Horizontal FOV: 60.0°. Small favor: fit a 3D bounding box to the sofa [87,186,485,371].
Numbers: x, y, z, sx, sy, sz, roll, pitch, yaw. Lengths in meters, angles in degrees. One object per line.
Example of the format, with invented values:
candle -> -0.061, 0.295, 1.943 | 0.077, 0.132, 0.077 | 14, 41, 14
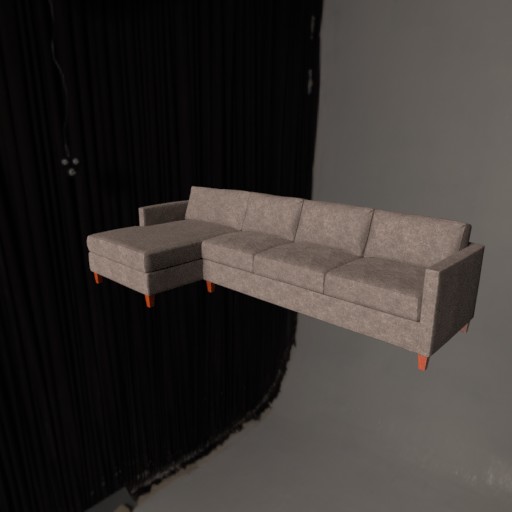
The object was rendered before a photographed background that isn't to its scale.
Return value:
sofa -> 0.000, 0.000, 4.111 | 3.471, 0.954, 1.606 | 15, 22, 41
